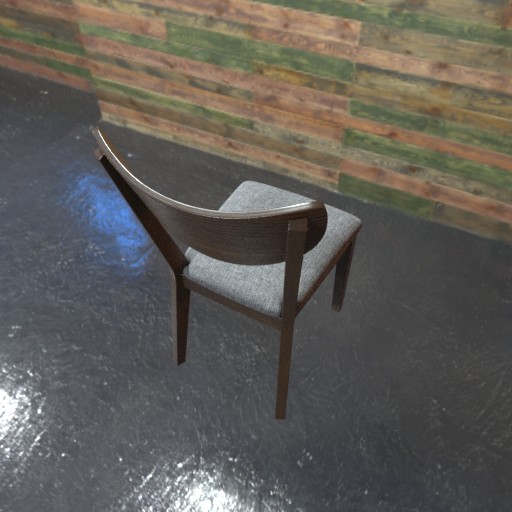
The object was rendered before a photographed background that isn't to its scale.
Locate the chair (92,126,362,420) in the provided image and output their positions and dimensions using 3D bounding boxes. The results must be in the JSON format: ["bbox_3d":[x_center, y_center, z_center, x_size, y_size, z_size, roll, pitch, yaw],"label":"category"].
[{"bbox_3d":[0.000,0.000,1.199,0.491,0.849,0.583,22,50,20],"label":"chair"}]
